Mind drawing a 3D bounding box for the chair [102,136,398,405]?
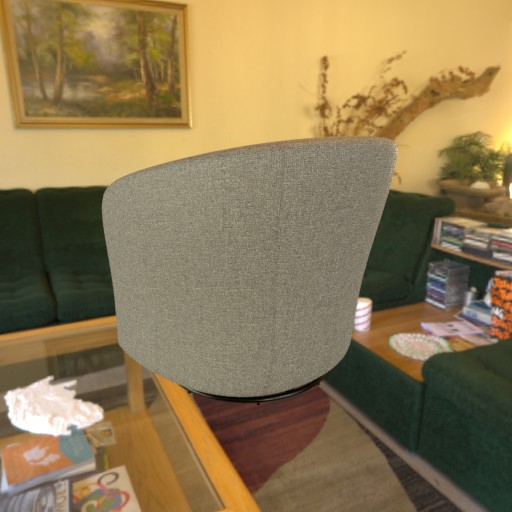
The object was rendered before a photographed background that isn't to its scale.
[{"bbox_3d":[0.000,0.000,1.464,0.791,0.771,0.815,-15,21,-42],"label":"chair"}]
